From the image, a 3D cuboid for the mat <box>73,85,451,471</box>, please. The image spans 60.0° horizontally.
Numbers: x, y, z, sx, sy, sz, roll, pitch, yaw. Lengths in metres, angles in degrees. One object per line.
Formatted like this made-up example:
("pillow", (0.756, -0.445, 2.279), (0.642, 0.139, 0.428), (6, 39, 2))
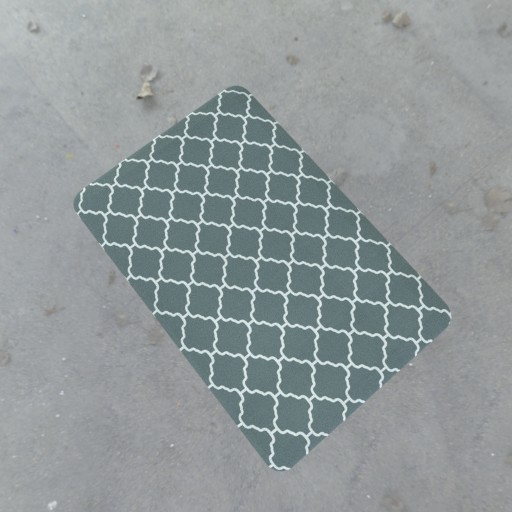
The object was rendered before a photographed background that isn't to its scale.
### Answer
("mat", (0.000, 0.000, 0.984), (0.508, 0.021, 0.762), (-38, 79, -9))
